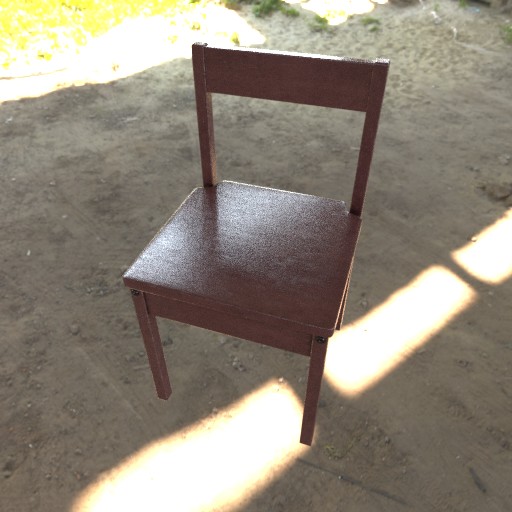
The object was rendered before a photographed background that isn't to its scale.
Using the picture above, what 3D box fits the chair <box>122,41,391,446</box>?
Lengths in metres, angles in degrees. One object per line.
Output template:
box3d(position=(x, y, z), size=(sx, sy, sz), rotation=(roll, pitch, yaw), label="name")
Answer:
box3d(position=(0.000, 0.000, 0.868), size=(0.367, 0.668, 0.361), rotation=(12, 42, 14), label="chair")
